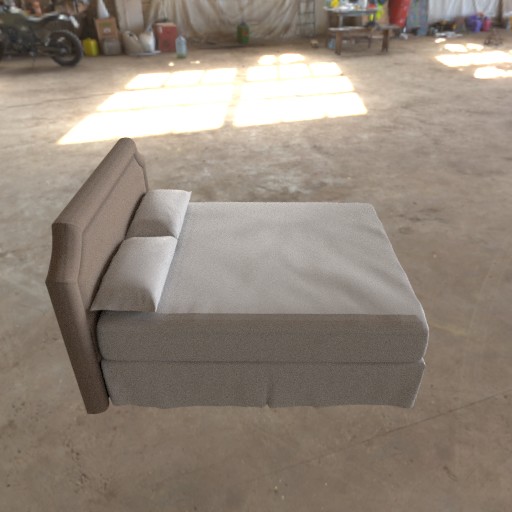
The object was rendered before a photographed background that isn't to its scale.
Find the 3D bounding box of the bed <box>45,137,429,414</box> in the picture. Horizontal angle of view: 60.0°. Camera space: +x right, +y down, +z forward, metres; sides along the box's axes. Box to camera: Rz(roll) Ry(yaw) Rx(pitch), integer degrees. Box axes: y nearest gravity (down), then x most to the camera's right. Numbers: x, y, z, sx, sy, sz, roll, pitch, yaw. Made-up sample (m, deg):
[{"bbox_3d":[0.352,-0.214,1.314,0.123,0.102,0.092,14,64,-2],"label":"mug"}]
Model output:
[{"bbox_3d":[0.000,0.000,3.229,2.164,1.303,1.828,0,34,0],"label":"bed"}]
